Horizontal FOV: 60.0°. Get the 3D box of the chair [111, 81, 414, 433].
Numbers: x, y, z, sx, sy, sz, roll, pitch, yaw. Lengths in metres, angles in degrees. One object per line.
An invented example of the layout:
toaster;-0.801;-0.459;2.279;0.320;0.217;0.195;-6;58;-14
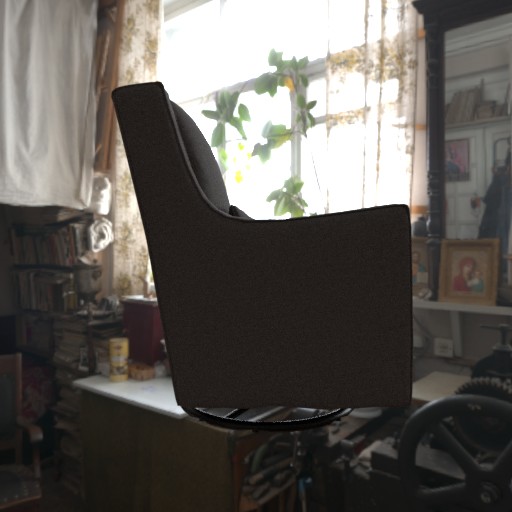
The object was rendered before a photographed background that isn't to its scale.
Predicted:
chair;0.000;0.000;1.542;0.879;0.993;0.732;0;1;-1
